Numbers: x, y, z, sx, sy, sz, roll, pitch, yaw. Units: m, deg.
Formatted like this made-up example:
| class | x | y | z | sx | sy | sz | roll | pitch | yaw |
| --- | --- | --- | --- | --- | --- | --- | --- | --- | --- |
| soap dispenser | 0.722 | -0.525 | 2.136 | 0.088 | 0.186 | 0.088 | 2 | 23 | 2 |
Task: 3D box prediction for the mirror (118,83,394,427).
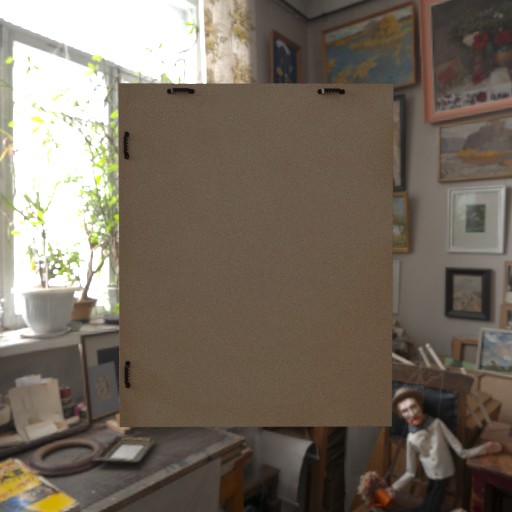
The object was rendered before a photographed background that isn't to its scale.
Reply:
| class | x | y | z | sx | sy | sz | roll | pitch | yaw |
| --- | --- | --- | --- | --- | --- | --- | --- | --- | --- |
| mirror | 0.000 | 0.000 | 0.670 | 0.405 | 0.508 | 0.041 | 0 | 1 | 0 |
